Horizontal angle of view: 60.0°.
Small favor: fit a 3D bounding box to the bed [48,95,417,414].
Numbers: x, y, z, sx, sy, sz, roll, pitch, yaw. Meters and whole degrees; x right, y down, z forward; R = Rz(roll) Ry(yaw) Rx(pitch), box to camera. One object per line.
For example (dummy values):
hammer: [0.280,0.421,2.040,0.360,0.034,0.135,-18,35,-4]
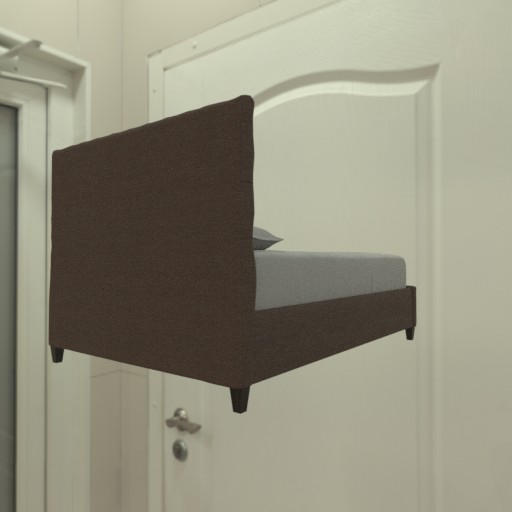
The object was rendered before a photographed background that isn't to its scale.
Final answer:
bed: [0.000,0.000,3.390,1.698,1.427,2.387,0,-1,38]
